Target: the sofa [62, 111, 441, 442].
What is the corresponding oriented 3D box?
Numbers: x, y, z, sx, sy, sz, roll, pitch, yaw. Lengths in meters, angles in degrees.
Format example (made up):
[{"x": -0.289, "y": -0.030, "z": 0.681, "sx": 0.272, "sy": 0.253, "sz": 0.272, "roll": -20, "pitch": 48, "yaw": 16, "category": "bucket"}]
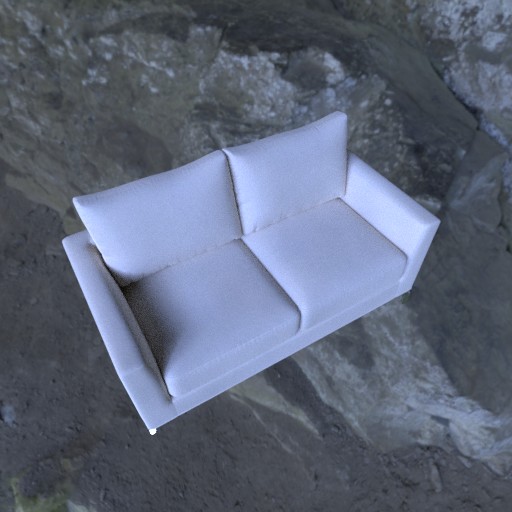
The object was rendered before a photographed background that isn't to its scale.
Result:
[{"x": 0.000, "y": 0.000, "z": 2.395, "sx": 1.739, "sy": 0.995, "sz": 0.906, "roll": -24, "pitch": 51, "yaw": -21, "category": "sofa"}]
